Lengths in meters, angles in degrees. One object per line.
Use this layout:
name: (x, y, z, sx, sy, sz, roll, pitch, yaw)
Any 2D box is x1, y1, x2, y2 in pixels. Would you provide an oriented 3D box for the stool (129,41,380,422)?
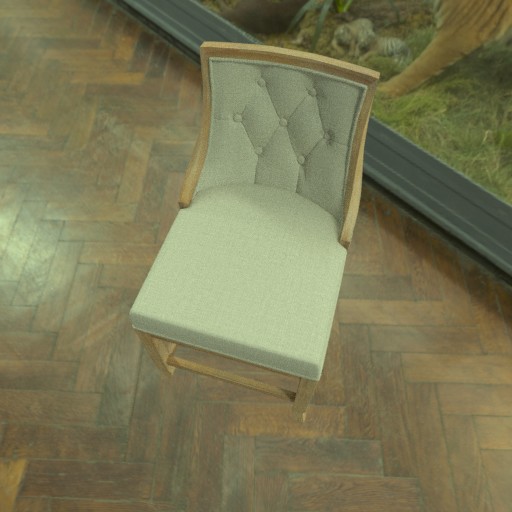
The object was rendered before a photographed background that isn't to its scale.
stool: (0.000, 0.000, 1.309, 0.524, 0.938, 0.626, 14, 59, 9)
